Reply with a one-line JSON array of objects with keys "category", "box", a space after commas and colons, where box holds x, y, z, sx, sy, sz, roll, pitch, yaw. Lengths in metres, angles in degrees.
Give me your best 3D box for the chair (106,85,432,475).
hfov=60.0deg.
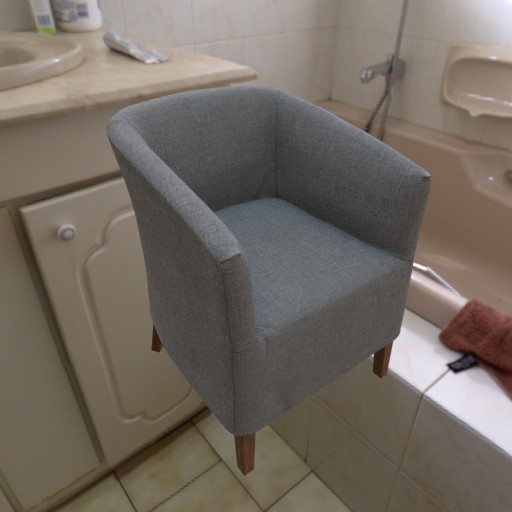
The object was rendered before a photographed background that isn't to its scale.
[{"category": "chair", "box": [0.000, 0.000, 1.246, 0.600, 0.771, 0.668, -23, 40, -30]}]
